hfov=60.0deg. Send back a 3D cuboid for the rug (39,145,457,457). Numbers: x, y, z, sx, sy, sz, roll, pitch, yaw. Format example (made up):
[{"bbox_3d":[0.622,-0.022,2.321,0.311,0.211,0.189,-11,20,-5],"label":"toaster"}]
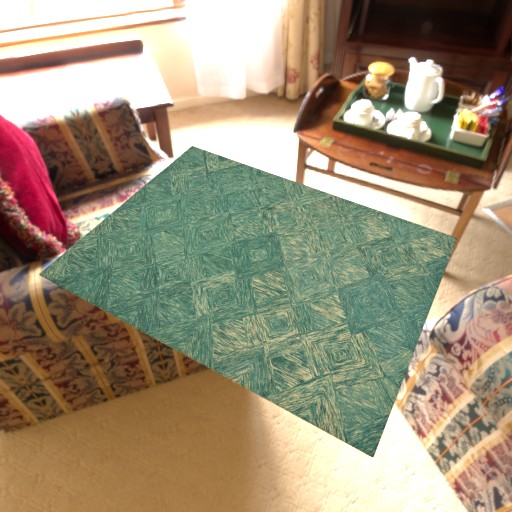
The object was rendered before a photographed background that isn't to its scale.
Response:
[{"bbox_3d":[0.000,0.000,4.232,3.217,0.027,2.405,23,52,20],"label":"rug"}]
